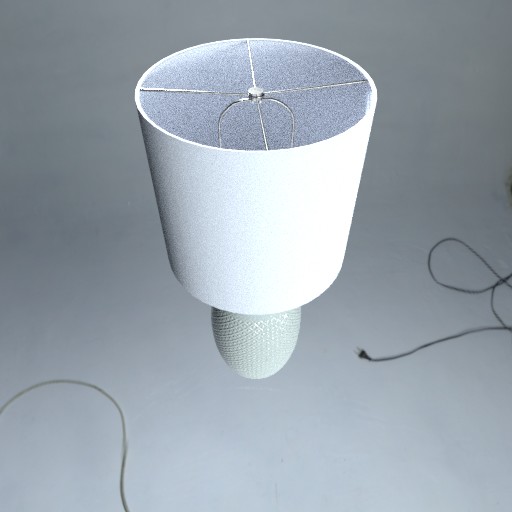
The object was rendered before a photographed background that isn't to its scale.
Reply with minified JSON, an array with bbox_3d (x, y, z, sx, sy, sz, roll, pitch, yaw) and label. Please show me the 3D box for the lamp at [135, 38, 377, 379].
[{"bbox_3d":[0.000,0.000,0.567,0.217,0.453,0.217,-3,47,-3],"label":"lamp"}]
